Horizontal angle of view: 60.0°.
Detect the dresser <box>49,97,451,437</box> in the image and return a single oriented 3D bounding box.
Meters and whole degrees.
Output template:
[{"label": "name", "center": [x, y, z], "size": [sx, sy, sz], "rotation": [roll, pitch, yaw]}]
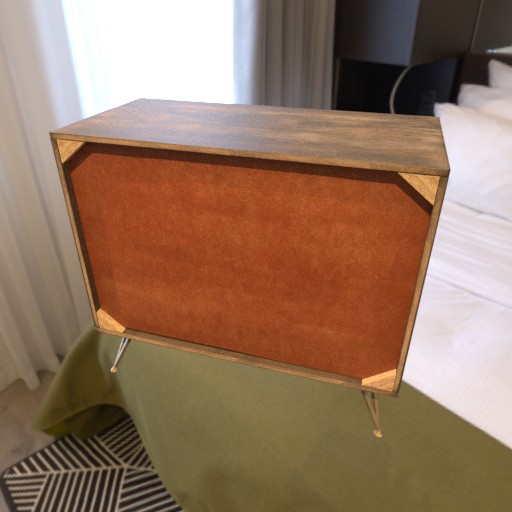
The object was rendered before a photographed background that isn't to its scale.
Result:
[{"label": "dresser", "center": [0.000, 0.000, 1.361], "size": [0.923, 0.801, 0.453], "rotation": [9, 32, 15]}]
